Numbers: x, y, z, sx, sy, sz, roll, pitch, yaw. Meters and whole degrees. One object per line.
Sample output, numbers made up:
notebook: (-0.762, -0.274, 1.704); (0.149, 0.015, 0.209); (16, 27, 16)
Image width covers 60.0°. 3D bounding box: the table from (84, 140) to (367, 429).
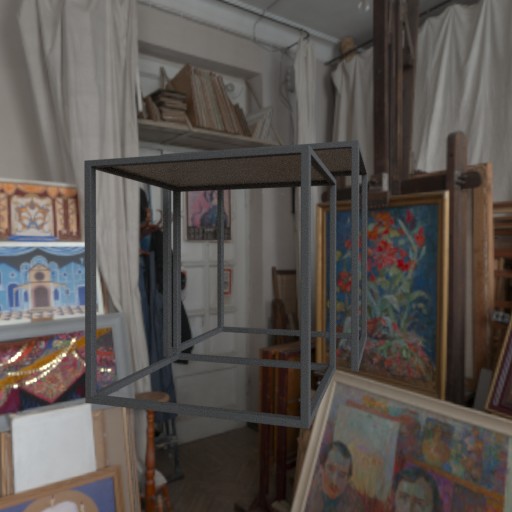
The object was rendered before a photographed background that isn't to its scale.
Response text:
table: (0.000, 0.000, 1.121); (0.508, 0.540, 0.788); (0, 1, 17)
